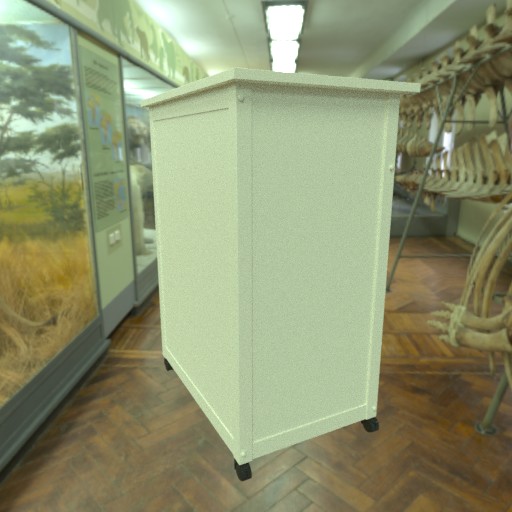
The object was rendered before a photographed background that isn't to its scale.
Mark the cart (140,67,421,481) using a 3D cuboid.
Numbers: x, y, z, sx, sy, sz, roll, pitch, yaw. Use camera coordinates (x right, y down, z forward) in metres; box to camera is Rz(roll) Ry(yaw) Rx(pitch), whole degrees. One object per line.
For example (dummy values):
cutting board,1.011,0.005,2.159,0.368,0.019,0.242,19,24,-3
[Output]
cart,0.000,0.000,1.251,0.442,0.864,0.683,-7,16,-27
